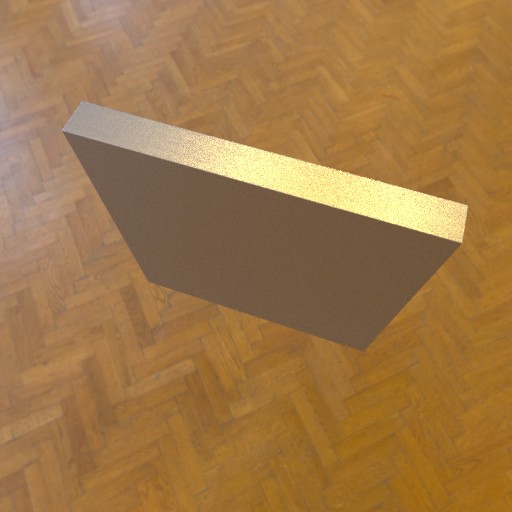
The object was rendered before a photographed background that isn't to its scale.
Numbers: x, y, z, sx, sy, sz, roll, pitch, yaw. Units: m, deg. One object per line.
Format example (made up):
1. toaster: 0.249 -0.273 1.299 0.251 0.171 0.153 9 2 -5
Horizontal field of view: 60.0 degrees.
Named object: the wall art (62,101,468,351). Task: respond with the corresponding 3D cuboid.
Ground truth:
1. wall art: 0.000 0.000 0.532 0.350 0.350 0.038 17 65 8
